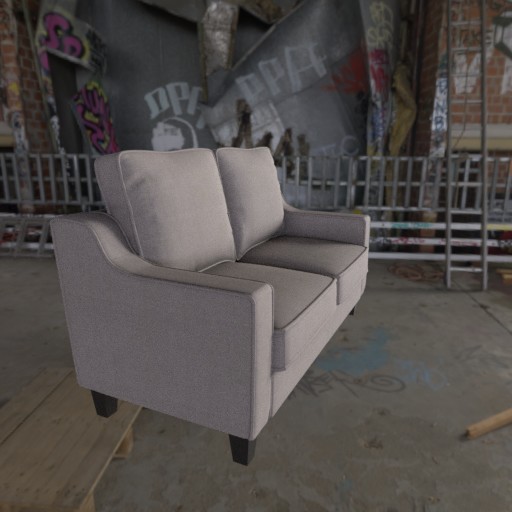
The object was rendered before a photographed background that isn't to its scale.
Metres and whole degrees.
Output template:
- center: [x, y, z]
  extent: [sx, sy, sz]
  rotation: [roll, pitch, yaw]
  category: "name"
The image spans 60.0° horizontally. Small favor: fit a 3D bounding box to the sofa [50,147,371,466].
- center: [0.000, 0.000, 2.001]
  extent: [0.791, 0.948, 1.500]
  rotation: [7, 16, 25]
  category: "sofa"
